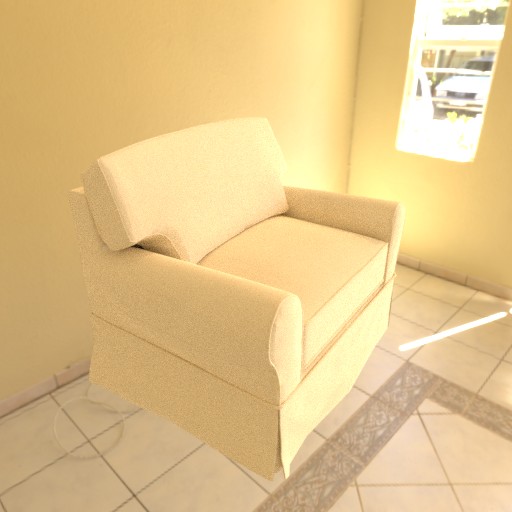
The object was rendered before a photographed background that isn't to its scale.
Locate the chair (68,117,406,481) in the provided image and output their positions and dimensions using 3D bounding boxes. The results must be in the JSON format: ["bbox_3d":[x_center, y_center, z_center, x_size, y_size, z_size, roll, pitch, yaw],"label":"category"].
[{"bbox_3d":[0.000,0.000,1.767,0.904,0.958,1.099,17,31,31],"label":"chair"}]
